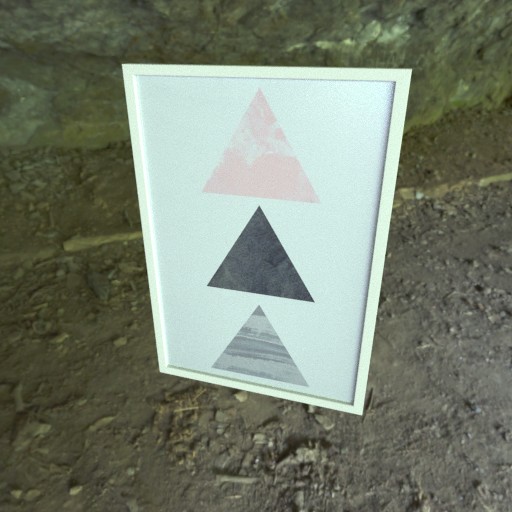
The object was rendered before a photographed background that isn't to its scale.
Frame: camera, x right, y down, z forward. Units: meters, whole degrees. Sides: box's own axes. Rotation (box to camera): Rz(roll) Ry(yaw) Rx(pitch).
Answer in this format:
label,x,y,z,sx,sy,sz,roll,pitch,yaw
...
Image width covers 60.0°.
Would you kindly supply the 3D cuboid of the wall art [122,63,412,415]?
label,x,y,z,sx,sy,sz,roll,pitch,yaw
wall art,0.000,0.000,0.548,0.303,0.433,0.013,8,27,15
